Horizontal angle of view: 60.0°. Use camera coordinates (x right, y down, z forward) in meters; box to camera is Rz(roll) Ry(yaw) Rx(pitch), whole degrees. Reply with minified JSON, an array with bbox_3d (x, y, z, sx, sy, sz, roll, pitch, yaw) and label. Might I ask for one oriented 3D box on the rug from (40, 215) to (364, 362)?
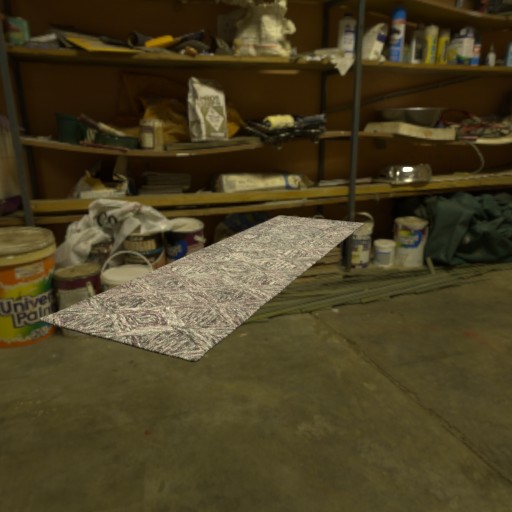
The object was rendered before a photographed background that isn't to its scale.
[{"bbox_3d":[0.000,0.000,2.522,0.719,0.013,2.305,8,18,25],"label":"rug"}]
